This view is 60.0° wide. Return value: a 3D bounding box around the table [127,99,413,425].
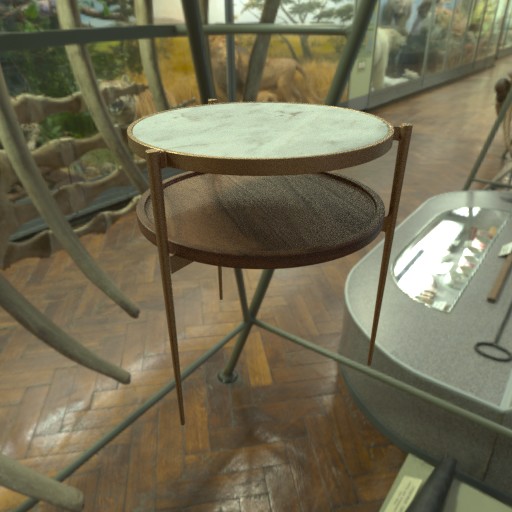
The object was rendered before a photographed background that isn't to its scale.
[{"bbox_3d":[0.000,0.000,0.831,0.430,0.493,0.456,20,34,32],"label":"table"}]
